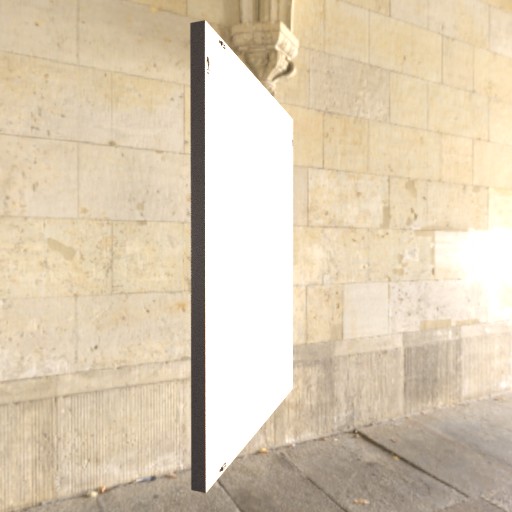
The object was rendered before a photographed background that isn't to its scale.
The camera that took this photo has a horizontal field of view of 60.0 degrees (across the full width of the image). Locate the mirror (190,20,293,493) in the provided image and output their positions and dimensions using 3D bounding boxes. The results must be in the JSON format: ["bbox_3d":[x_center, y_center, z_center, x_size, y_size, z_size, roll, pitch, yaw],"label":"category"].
[{"bbox_3d":[0.000,0.000,1.317,0.040,1.016,0.762,0,1,19],"label":"mirror"}]
